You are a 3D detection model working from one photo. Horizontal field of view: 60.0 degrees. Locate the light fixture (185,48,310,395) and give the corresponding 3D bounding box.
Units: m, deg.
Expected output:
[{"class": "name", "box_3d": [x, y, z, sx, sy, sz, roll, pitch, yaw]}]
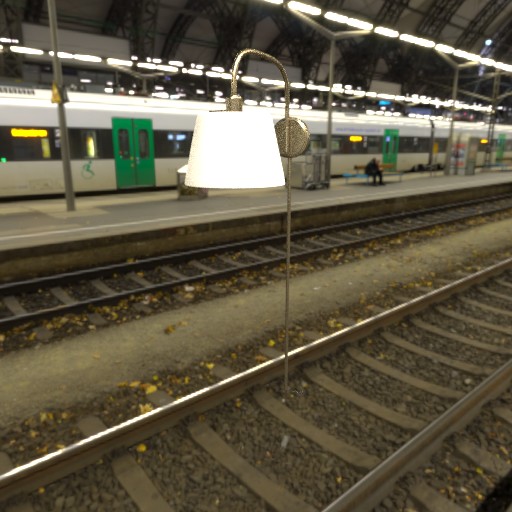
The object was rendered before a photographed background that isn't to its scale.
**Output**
[{"class": "light fixture", "box_3d": [0.000, 0.000, 0.464, 0.092, 0.399, 0.176, 7, 15, 27]}]
